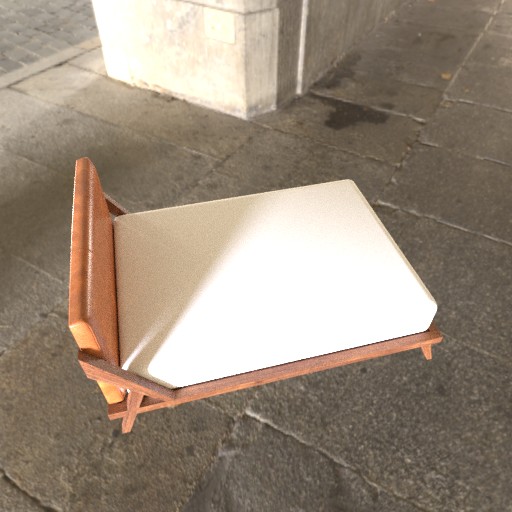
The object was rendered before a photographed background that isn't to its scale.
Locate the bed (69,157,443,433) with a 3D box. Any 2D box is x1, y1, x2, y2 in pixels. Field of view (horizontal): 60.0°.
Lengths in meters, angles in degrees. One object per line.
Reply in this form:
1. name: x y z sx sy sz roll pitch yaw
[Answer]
1. bed: 0.000 0.000 3.283 2.311 1.168 1.651 -10 47 -10
